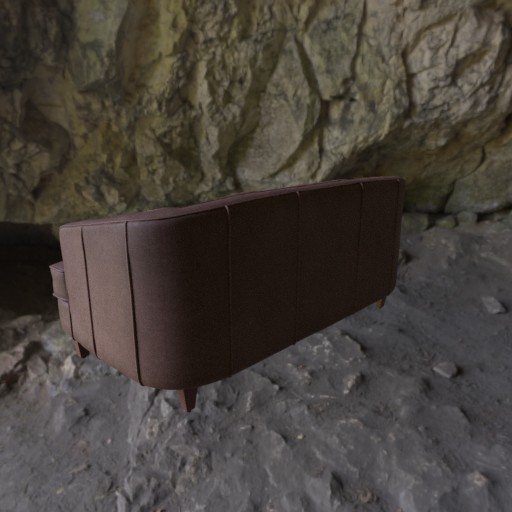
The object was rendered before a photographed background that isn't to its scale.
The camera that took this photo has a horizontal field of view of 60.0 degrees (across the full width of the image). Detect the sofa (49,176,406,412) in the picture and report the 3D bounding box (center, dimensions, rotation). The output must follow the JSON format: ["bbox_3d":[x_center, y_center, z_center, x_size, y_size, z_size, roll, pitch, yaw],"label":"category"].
[{"bbox_3d":[0.000,0.000,2.274,0.917,0.799,1.767,15,22,42],"label":"sofa"}]
